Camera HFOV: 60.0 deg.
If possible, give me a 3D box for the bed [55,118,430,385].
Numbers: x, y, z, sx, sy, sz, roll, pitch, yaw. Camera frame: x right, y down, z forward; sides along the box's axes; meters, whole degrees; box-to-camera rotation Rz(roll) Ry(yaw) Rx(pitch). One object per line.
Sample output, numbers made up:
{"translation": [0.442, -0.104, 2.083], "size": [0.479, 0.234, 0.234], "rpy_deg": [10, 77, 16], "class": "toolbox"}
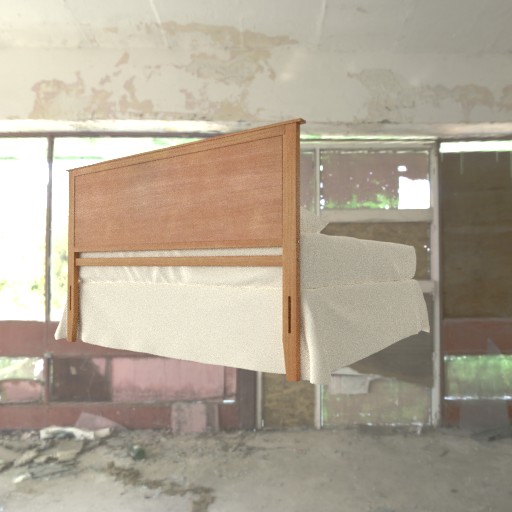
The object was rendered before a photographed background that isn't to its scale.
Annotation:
{"translation": [0.000, 0.000, 3.588], "size": [2.317, 1.270, 2.215], "rpy_deg": [-1, -1, 35], "class": "bed"}
